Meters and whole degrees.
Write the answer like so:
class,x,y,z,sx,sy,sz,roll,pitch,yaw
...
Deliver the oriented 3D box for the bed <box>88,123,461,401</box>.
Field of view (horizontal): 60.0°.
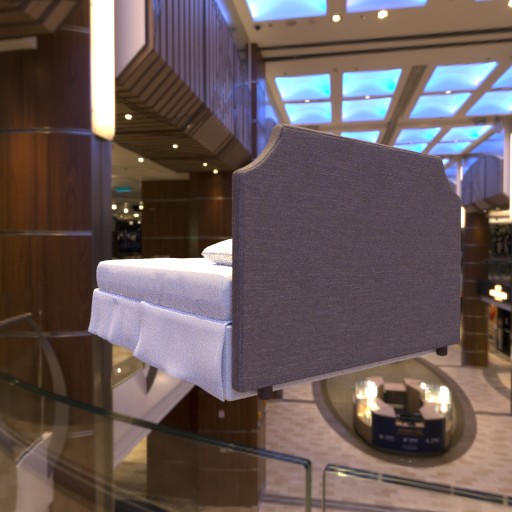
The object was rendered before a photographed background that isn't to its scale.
class,x,y,z,sx,sy,sz,roll,pitch,yaw
bed,0.000,0.000,4.142,2.350,1.590,2.773,-1,1,-36
